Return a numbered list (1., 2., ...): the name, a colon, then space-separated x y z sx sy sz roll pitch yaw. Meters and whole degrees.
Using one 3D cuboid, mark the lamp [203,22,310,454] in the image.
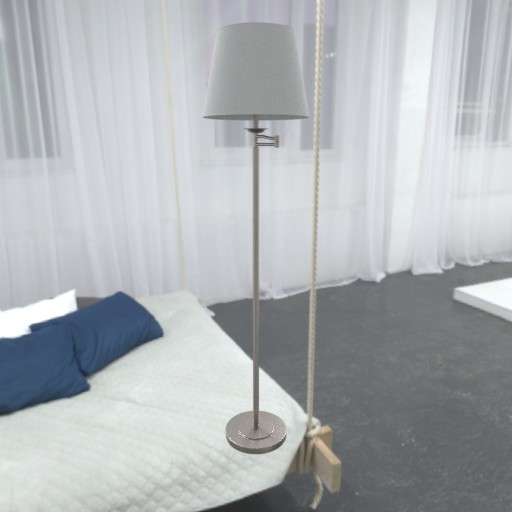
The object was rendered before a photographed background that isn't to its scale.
1. lamp: 0.000 0.000 1.598 0.355 1.473 0.355 0 14 0
